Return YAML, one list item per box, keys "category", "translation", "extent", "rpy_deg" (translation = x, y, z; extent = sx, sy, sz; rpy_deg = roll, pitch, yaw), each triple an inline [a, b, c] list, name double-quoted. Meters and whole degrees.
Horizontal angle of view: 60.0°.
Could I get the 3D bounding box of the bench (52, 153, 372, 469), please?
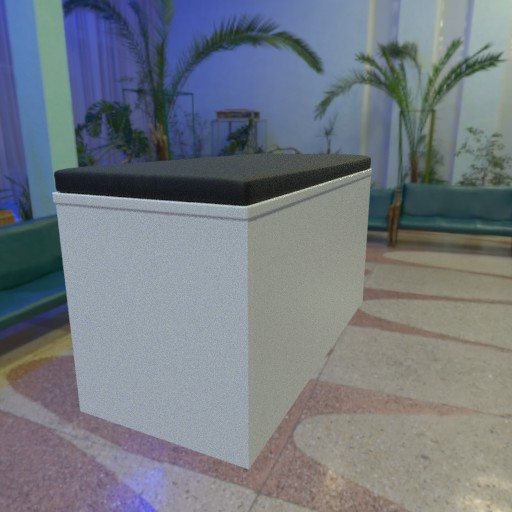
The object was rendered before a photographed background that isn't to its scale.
- category: "bench"
  translation: [0.000, 0.000, 1.169]
  extent: [0.401, 0.500, 0.899]
  rpy_deg: [7, 17, 25]
